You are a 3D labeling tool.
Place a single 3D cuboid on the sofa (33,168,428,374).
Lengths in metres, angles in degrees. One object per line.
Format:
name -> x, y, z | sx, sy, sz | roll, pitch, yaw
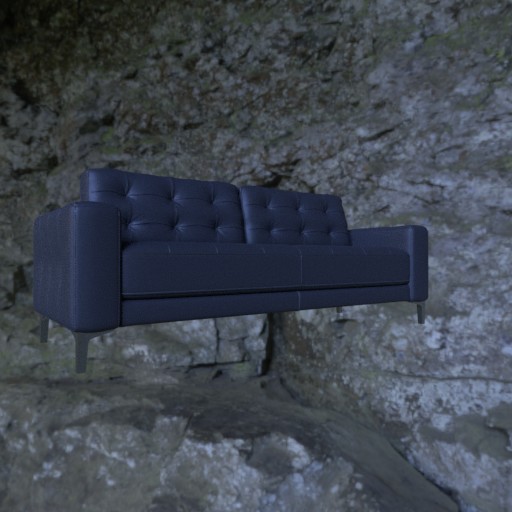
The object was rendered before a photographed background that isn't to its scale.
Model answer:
sofa -> 0.000, 0.000, 2.613 | 2.275, 0.893, 0.833 | 0, 0, -36
